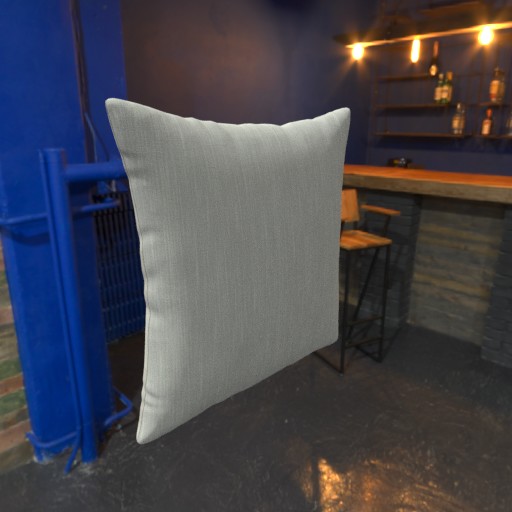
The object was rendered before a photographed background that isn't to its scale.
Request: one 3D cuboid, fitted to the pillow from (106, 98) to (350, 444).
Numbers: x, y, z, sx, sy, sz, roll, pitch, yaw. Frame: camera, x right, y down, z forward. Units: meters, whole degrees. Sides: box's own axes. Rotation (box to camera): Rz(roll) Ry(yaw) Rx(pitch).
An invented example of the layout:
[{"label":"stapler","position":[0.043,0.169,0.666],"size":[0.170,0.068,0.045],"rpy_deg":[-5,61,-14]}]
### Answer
[{"label":"pillow","position":[0.000,0.000,0.784],"size":[0.511,0.509,0.161],"rpy_deg":[-15,23,-42]}]
